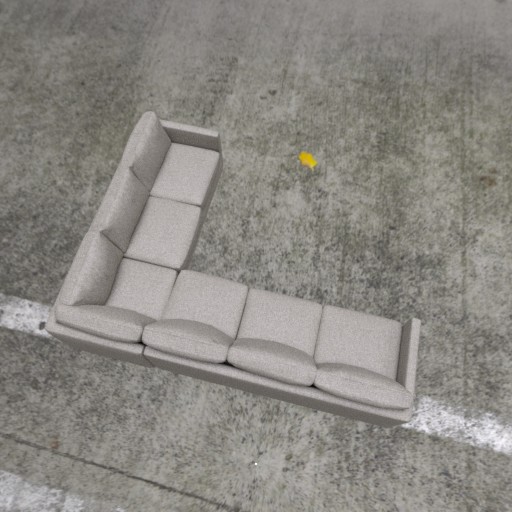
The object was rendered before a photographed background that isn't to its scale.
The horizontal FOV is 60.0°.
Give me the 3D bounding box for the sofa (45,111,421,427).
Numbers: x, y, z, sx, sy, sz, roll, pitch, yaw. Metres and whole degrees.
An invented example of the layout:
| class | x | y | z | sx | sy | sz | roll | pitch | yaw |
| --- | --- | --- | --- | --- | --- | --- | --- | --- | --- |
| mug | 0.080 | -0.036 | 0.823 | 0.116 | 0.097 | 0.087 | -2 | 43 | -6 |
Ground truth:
| class | x | y | z | sx | sy | sz | roll | pitch | yaw |
| --- | --- | --- | --- | --- | --- | --- | --- | --- | --- |
| sofa | 0.000 | 0.000 | 4.518 | 3.302 | 0.947 | 2.593 | 13 | 66 | 6 |
